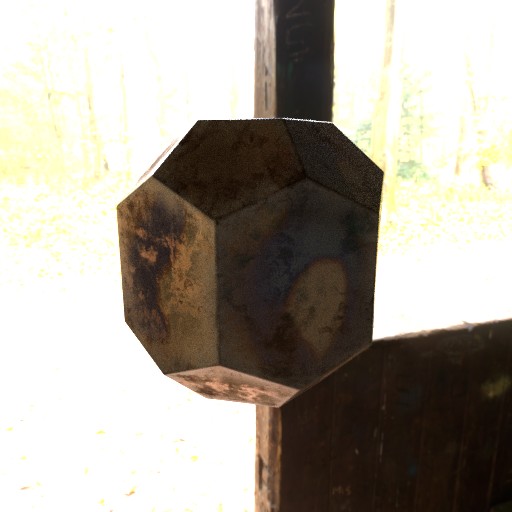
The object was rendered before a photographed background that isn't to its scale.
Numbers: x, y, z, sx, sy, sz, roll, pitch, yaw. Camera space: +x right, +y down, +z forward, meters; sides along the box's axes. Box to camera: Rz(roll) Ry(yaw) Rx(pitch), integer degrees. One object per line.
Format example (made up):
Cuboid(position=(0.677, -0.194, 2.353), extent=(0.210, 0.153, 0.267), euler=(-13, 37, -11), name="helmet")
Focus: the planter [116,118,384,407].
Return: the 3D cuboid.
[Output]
Cuboid(position=(0.000, 0.000, 0.414), extent=(0.243, 0.238, 0.221), euler=(12, 18, 41), name="planter")
